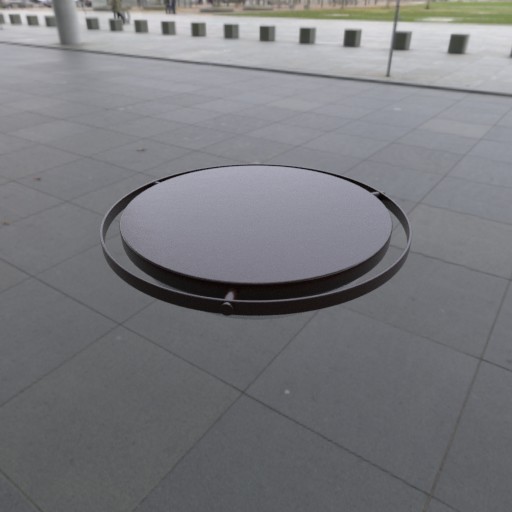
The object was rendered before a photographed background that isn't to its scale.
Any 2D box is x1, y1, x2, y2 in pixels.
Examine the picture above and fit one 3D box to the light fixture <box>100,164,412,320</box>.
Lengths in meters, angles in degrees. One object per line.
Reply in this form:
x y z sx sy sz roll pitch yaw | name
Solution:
0.000 0.000 0.565 0.361 0.130 0.361 0 31 0 | light fixture
